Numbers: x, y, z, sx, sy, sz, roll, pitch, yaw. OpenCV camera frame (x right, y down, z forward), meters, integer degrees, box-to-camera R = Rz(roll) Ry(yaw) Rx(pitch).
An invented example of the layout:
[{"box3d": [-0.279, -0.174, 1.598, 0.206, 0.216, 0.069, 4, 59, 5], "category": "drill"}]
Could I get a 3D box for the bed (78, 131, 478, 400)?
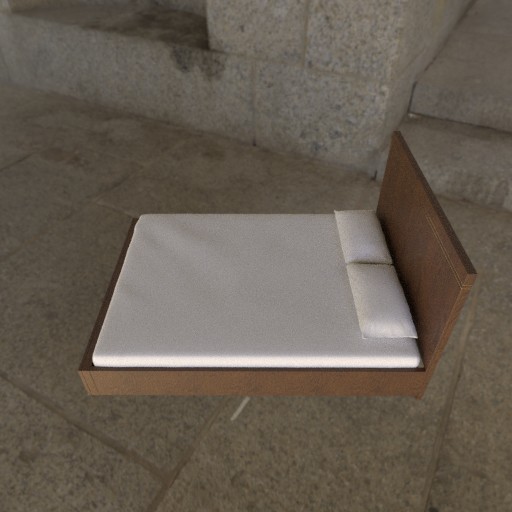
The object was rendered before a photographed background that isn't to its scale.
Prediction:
[{"box3d": [0.000, 0.000, 3.207, 2.221, 1.169, 1.613, 0, 41, 0], "category": "bed"}]
